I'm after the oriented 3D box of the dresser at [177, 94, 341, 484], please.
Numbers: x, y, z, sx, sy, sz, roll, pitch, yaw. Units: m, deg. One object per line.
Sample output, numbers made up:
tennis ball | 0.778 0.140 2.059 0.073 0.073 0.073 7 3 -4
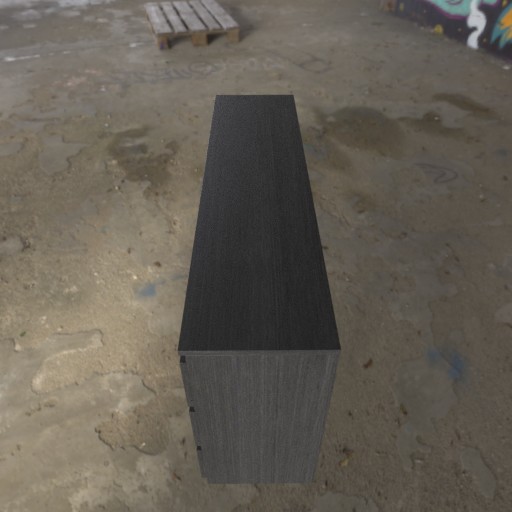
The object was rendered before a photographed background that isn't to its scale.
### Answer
dresser | 0.000 0.000 1.937 0.400 0.795 1.590 0 42 0
